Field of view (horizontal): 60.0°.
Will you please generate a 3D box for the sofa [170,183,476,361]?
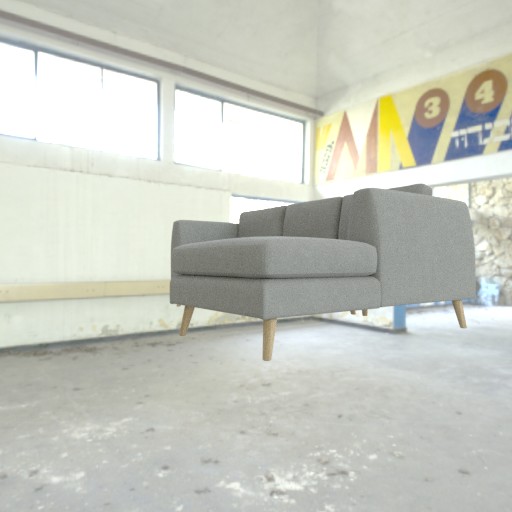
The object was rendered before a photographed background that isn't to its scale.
[{"bbox_3d":[0.000,0.000,3.067,1.580,0.860,2.300,1,-1,-36],"label":"sofa"}]
